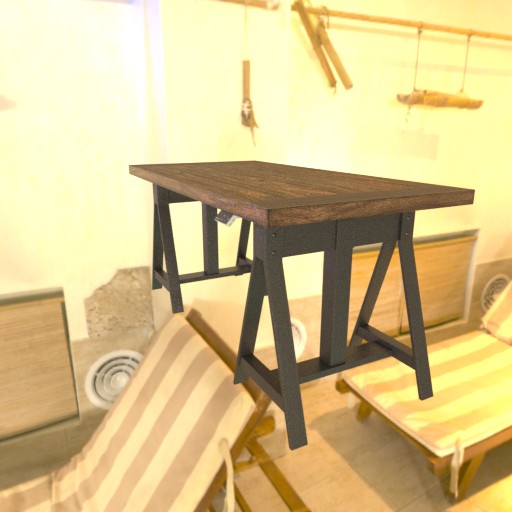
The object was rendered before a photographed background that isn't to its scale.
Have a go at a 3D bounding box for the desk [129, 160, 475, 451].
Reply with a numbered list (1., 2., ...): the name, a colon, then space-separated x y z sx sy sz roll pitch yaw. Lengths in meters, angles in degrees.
1. desk: 0.000 0.000 1.990 0.784 0.725 1.543 -8 18 -27
